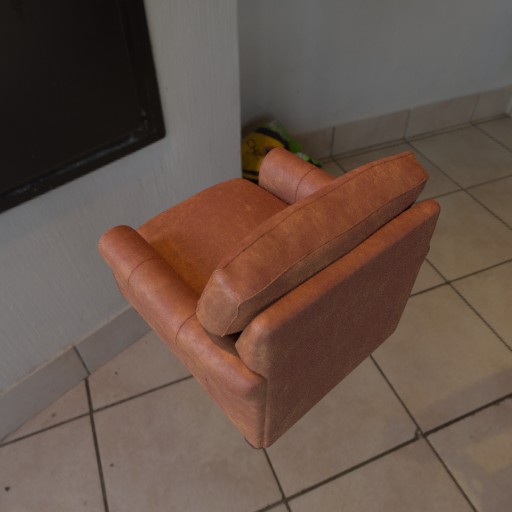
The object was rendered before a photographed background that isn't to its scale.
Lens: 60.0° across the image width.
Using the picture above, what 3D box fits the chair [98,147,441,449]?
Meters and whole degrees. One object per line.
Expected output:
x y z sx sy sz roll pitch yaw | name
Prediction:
0.000 0.000 1.752 0.983 0.962 0.986 -32 54 -27 | chair
